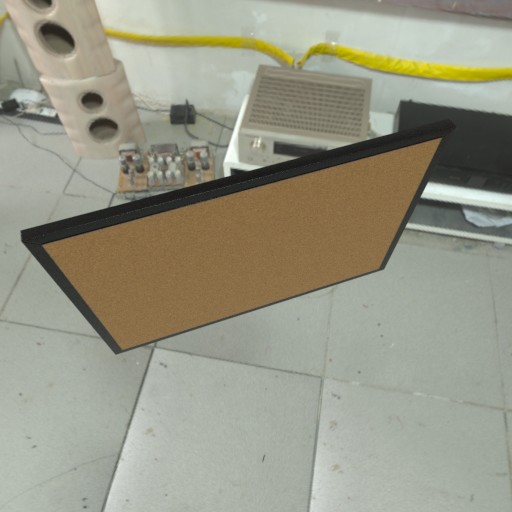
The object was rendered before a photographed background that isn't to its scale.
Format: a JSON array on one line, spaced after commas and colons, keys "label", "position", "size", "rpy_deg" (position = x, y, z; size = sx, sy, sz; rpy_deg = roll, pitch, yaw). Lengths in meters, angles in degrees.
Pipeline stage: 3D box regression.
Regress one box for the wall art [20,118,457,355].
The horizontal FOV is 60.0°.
[{"label": "wall art", "position": [0.000, 0.000, 0.560], "size": [0.440, 0.306, 0.013], "rpy_deg": [-16, 60, -10]}]
